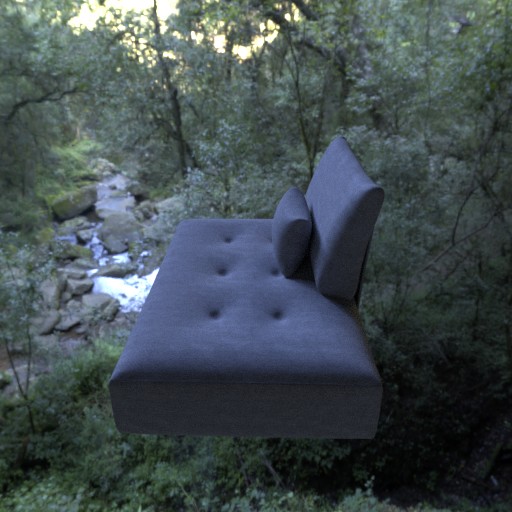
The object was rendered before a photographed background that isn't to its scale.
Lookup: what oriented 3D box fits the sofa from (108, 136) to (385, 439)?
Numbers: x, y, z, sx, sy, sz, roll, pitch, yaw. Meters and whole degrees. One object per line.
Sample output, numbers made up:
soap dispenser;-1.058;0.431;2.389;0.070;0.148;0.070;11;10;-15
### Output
sofa;0.000;0.000;2.064;1.002;0.820;1.450;1;27;1
